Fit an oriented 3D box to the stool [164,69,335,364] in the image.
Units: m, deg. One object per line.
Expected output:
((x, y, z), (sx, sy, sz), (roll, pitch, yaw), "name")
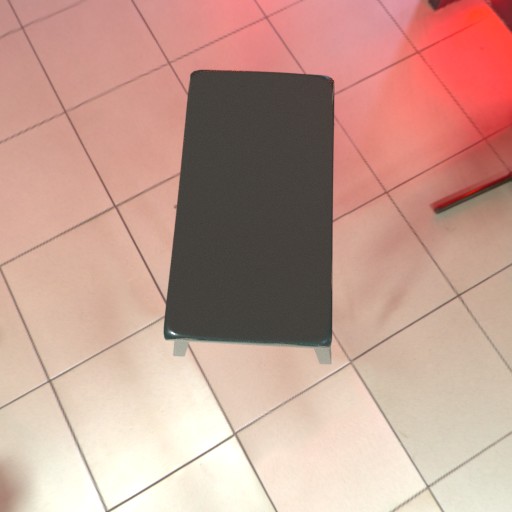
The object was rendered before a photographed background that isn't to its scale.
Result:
((0.000, 0.000, 1.035), (0.476, 0.737, 0.457), (3, 75, 1), "stool")
